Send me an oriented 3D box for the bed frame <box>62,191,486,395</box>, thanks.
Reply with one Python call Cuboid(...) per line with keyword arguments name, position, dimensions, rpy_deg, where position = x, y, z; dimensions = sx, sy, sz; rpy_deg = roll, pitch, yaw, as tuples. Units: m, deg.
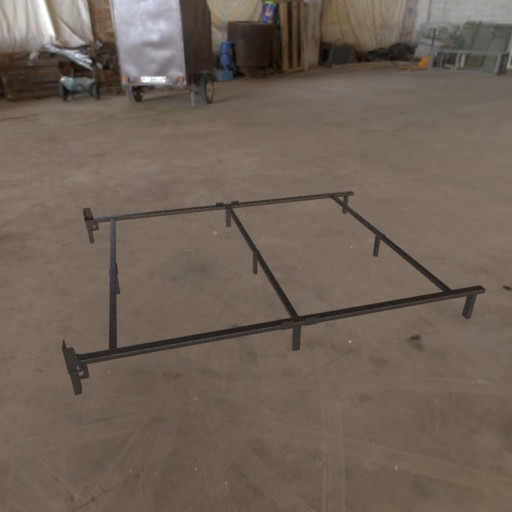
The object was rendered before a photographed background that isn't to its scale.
Cuboid(name="bed frame", position=(0.000, 0.000, 2.648), dimensions=(1.990, 0.248, 1.498), rpy_deg=(-8, 29, -14))
